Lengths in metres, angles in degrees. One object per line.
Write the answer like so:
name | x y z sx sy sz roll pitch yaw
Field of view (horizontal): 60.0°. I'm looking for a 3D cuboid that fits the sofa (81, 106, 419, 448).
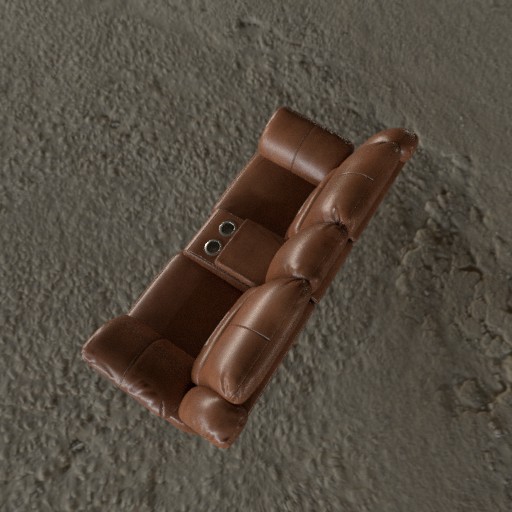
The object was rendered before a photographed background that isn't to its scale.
sofa | 0.000 0.000 2.649 0.991 1.043 2.058 30 69 13
